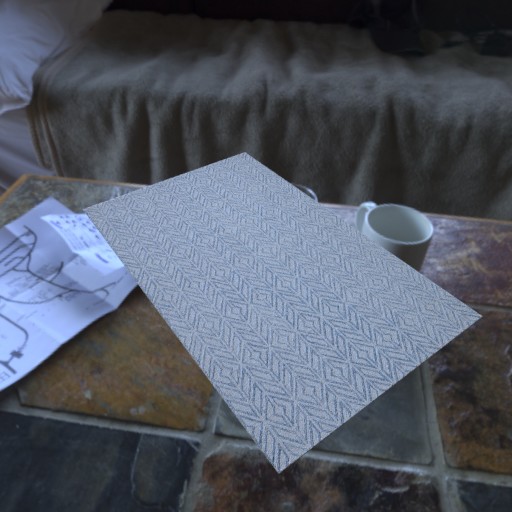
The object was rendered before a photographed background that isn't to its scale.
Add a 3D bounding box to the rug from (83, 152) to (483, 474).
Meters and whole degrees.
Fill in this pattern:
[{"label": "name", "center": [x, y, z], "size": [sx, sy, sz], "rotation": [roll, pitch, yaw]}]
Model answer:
[{"label": "rug", "center": [0.000, 0.000, 3.012], "size": [1.526, 0.008, 2.441], "rotation": [-26, 48, -26]}]
